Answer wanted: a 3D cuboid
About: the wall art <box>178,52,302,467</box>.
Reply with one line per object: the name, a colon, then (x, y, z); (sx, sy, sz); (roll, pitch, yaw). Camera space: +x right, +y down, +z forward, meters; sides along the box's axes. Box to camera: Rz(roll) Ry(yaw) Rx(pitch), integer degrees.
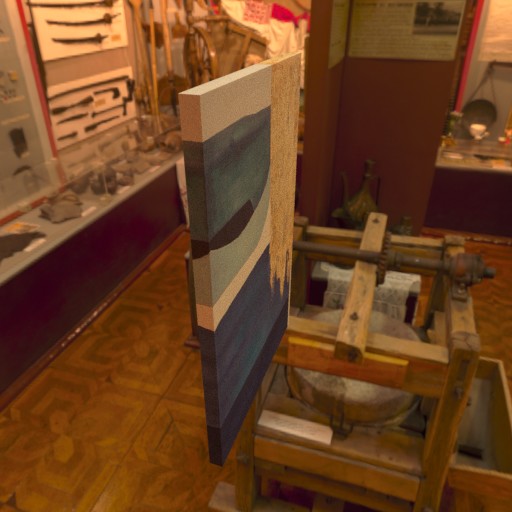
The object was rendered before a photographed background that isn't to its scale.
wall art: (0.000, 0.000, 1.155); (0.039, 0.911, 0.607); (10, 32, 17)
